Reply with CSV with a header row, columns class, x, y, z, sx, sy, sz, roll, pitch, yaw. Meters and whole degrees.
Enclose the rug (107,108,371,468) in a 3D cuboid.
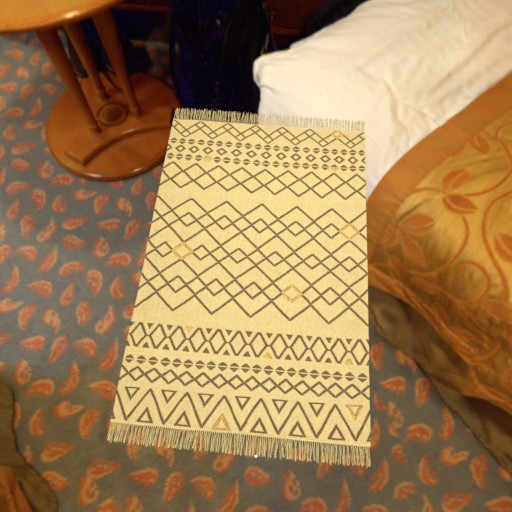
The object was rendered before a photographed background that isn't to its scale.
class,x,y,z,sx,sy,sz,roll,pitch,yaw
rug,0.000,0.000,2.984,1.495,0.035,2.472,5,66,2
